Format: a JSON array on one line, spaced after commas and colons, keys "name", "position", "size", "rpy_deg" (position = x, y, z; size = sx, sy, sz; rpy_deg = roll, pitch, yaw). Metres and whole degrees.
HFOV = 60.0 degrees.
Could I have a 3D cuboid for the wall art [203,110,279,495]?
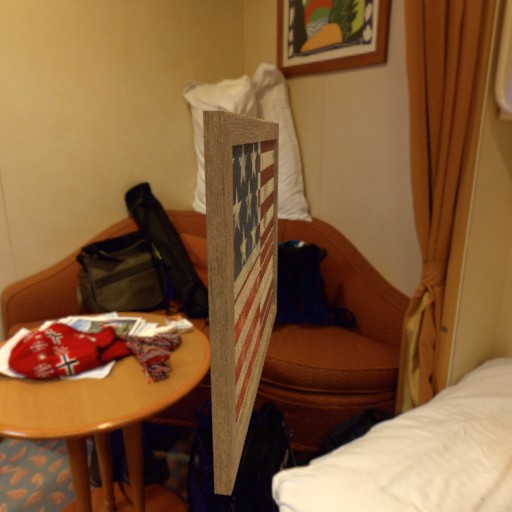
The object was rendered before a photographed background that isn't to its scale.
[{"name": "wall art", "position": [0.000, 0.000, 0.906], "size": [0.026, 0.535, 0.690], "rpy_deg": [2, 16, 8]}]
